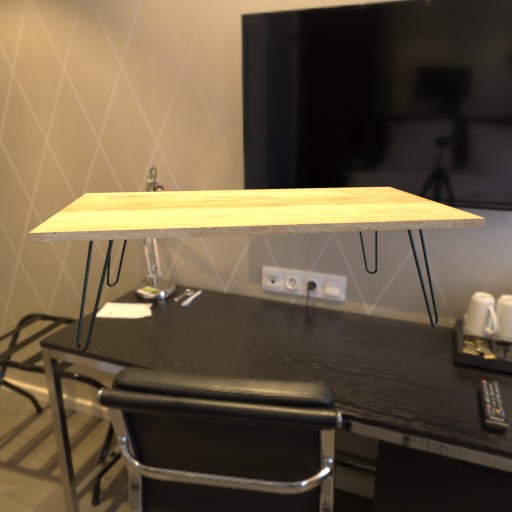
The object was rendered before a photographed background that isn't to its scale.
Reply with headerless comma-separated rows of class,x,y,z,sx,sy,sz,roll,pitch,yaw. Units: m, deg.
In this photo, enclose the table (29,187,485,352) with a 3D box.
table,0.000,0.000,1.683,1.348,0.400,0.699,-2,17,-8
